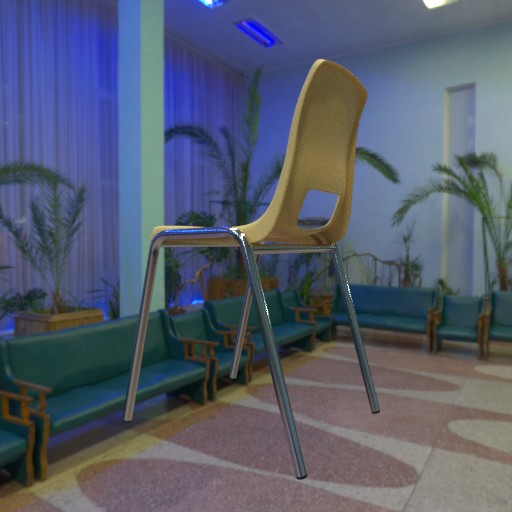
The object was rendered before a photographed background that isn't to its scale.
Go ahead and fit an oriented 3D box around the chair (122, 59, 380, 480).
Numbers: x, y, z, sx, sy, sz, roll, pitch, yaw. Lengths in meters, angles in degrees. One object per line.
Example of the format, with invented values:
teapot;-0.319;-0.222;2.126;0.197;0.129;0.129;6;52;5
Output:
chair;0.000;0.000;0.961;0.436;0.704;0.381;1;2;35
